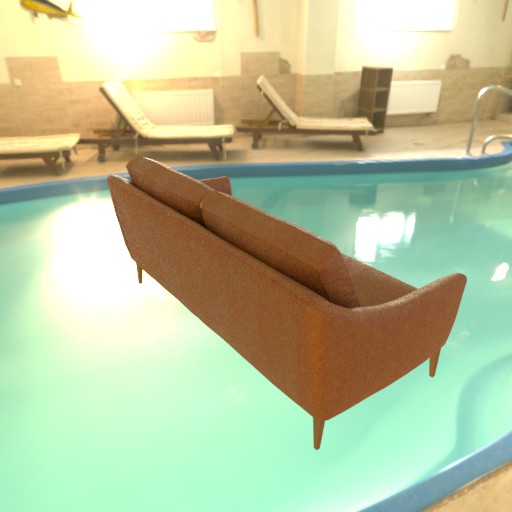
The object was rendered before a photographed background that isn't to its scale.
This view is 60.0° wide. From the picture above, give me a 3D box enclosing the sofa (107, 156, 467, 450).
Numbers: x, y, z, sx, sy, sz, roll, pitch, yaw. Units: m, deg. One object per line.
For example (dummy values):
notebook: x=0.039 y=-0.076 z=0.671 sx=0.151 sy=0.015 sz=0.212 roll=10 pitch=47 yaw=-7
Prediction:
sofa: x=0.000 y=0.000 z=2.582 sx=0.981 sy=0.945 sz=2.036 roll=-20 pitch=33 yaw=-33
